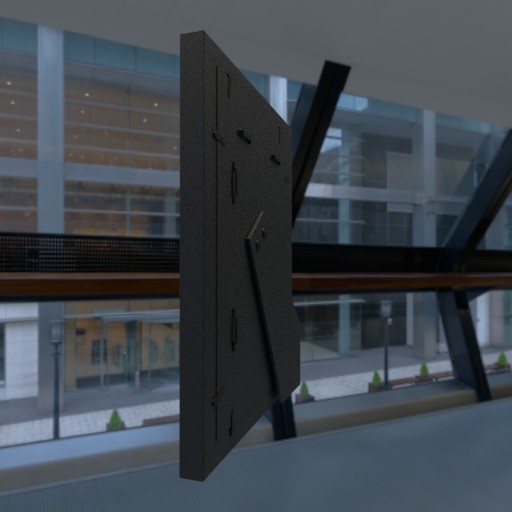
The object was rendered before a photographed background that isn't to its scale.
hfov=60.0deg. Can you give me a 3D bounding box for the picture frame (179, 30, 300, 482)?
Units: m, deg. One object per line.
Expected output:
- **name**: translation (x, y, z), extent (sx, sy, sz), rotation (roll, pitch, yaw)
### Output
- **picture frame**: translation (0.000, 0.000, 0.522), extent (0.036, 0.383, 0.307), rotation (0, 0, 19)
